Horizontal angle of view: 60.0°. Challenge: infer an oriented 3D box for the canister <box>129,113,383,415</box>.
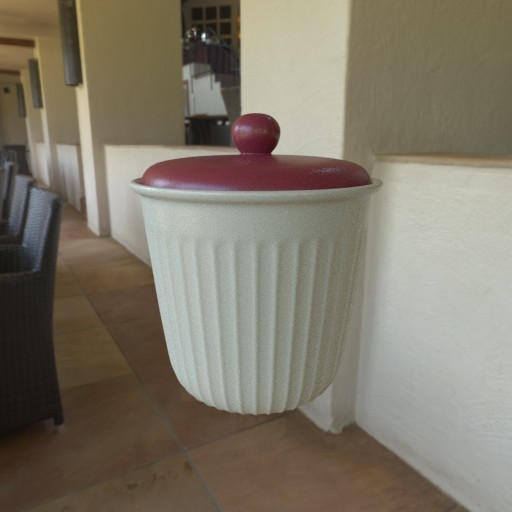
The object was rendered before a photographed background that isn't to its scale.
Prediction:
[{"bbox_3d":[0.000,0.000,0.343,0.181,0.211,0.181,0,14,0],"label":"canister"}]
